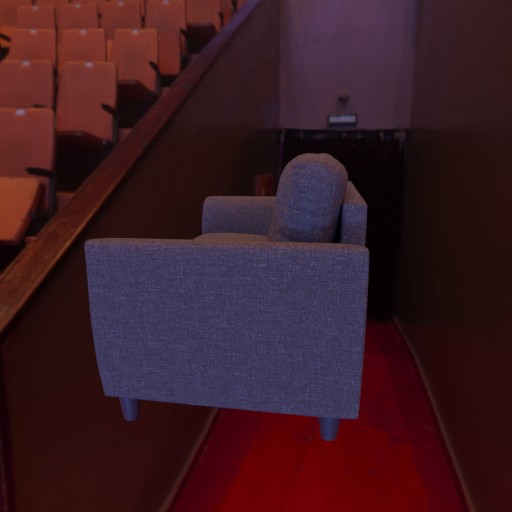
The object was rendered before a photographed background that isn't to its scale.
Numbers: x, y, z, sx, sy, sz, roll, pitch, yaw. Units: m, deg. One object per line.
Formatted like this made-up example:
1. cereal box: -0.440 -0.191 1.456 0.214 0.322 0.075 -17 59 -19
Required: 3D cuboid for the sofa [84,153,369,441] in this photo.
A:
1. sofa: 0.000 0.000 1.960 0.851 0.885 1.423 2 13 9
